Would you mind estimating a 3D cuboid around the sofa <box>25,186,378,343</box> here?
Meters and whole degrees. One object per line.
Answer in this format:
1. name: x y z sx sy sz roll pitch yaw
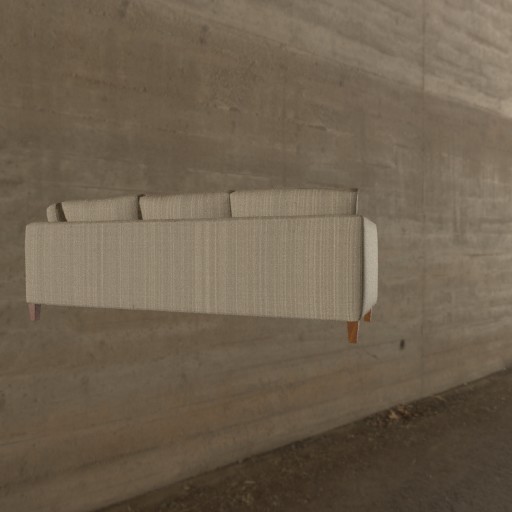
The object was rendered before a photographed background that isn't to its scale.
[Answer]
1. sofa: 0.000 0.000 4.586 2.594 0.961 3.460 0 1 20
